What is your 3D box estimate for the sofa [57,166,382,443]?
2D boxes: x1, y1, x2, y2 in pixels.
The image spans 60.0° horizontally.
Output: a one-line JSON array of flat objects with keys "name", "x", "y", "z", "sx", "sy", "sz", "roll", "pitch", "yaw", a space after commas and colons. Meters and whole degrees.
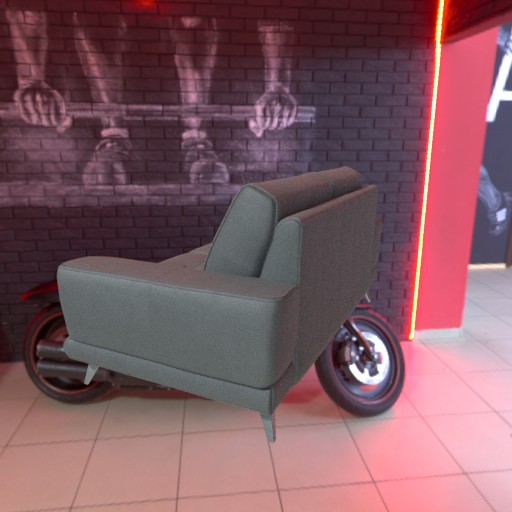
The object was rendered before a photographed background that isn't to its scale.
[{"name": "sofa", "x": 0.000, "y": 0.000, "z": 2.388, "sx": 1.018, "sy": 0.907, "sz": 1.806, "roll": 7, "pitch": 16, "yaw": 25}]
